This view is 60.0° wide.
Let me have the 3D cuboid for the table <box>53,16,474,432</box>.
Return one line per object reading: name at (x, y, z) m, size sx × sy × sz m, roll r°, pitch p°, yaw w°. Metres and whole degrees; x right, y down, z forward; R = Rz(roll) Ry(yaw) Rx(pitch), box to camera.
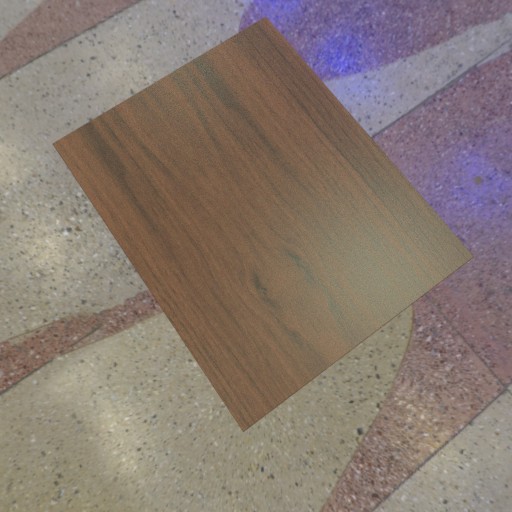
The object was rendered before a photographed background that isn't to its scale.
table at (0.000, 0.000, 0.926) m, size 0.381 × 0.636 × 0.480 m, roll -35°, pitch 78°, yaw -9°
